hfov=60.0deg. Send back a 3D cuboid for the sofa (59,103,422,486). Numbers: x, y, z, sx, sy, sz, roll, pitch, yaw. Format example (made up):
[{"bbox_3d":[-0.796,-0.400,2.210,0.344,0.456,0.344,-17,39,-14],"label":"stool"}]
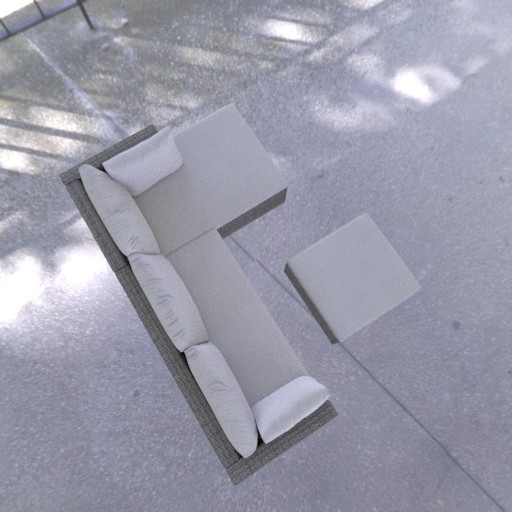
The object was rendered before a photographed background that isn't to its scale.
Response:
[{"bbox_3d":[0.000,0.000,3.002,1.662,0.766,2.192,-31,78,-7],"label":"sofa"}]
